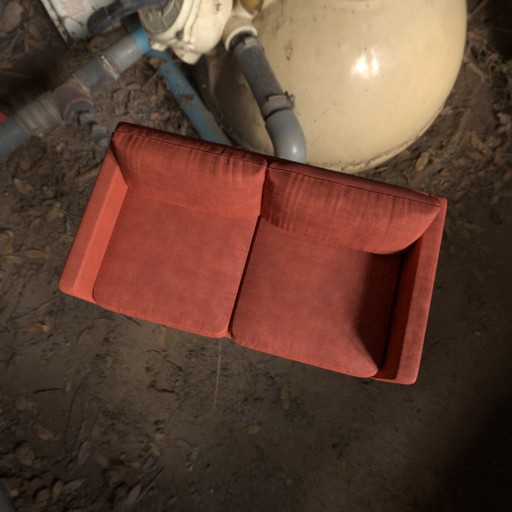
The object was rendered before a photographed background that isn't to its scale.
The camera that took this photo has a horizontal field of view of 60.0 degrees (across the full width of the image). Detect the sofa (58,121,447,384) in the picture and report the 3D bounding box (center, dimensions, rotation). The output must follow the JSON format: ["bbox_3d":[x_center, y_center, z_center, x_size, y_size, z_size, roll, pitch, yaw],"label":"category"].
[{"bbox_3d":[0.000,0.000,2.152,1.574,0.896,0.864,14,77,3],"label":"sofa"}]
